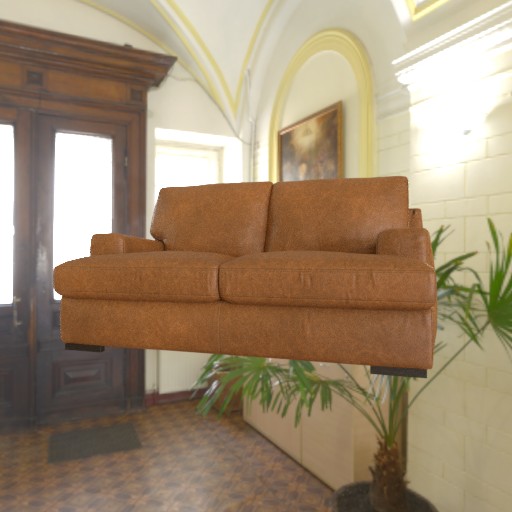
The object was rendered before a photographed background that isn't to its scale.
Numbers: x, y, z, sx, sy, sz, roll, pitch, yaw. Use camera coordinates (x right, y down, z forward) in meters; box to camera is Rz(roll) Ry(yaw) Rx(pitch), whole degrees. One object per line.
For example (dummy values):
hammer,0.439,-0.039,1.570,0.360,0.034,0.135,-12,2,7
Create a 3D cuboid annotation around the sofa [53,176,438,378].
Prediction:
sofa,0.000,0.000,2.504,1.880,0.966,1.144,0,0,18
